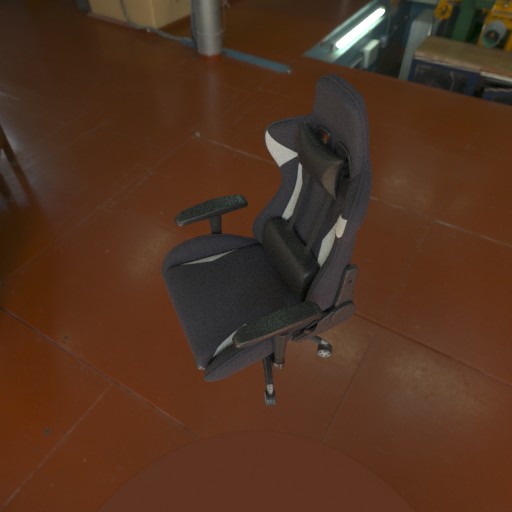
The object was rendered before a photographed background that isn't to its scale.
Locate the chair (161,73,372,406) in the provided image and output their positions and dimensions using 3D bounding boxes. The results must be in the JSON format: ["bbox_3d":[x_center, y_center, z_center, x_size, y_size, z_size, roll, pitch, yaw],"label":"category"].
[{"bbox_3d":[0.000,0.000,1.744,0.695,1.300,0.730,-18,49,-16],"label":"chair"}]
